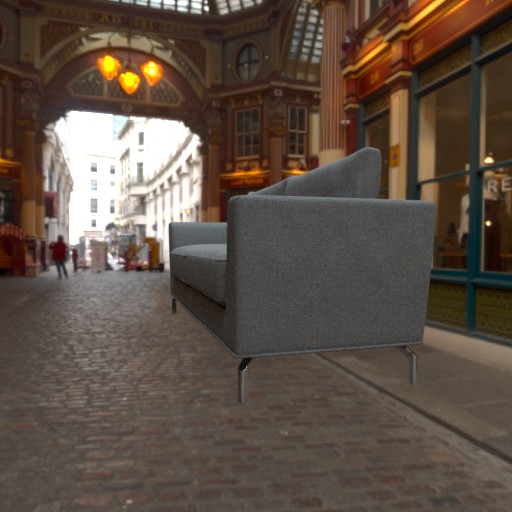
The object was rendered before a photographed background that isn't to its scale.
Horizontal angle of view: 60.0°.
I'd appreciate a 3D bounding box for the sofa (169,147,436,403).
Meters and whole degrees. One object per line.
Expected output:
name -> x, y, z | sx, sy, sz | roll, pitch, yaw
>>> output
sofa -> 0.000, 0.000, 2.719 | 0.869, 1.002, 2.212 | 0, 2, -17
